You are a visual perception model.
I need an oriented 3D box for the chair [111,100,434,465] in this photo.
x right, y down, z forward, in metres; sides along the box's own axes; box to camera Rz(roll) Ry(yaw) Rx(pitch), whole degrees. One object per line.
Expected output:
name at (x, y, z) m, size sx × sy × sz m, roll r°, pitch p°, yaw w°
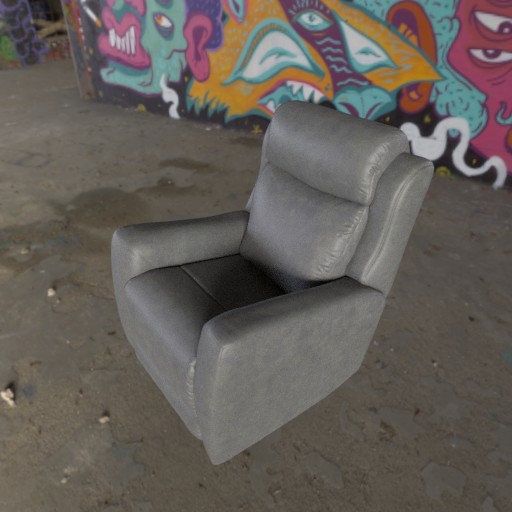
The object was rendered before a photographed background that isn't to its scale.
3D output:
chair at (0.000, 0.000, 1.942) m, size 1.068 × 1.116 × 0.967 m, roll -21°, pitch 38°, yaw -29°
